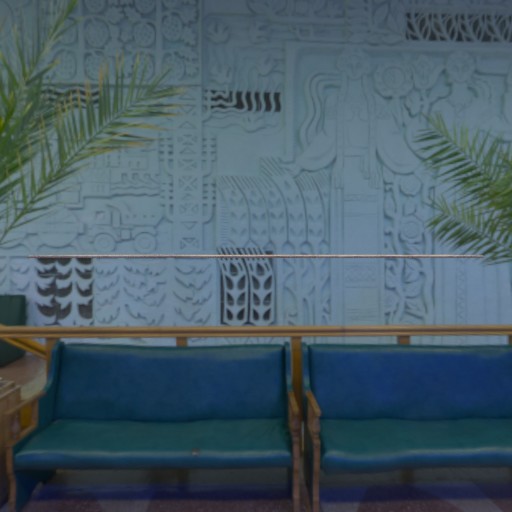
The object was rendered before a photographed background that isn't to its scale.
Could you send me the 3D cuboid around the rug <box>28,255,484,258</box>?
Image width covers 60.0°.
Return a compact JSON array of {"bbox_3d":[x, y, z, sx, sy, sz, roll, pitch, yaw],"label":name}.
[{"bbox_3d":[0.000,0.000,3.085,2.390,0.015,1.609,0,0,0],"label":"rug"}]
